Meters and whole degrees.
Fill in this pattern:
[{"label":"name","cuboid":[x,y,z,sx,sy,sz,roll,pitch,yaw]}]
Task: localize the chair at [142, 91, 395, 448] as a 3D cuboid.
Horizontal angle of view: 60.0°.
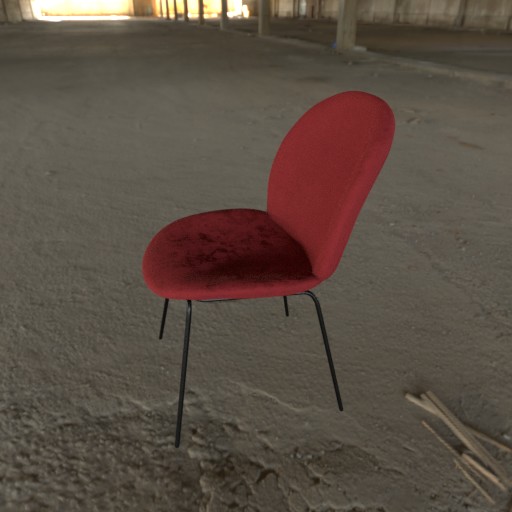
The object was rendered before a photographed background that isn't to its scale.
[{"label":"chair","cuboid":[0.000,0.000,1.173,0.587,0.791,0.458,-8,30,-14]}]
